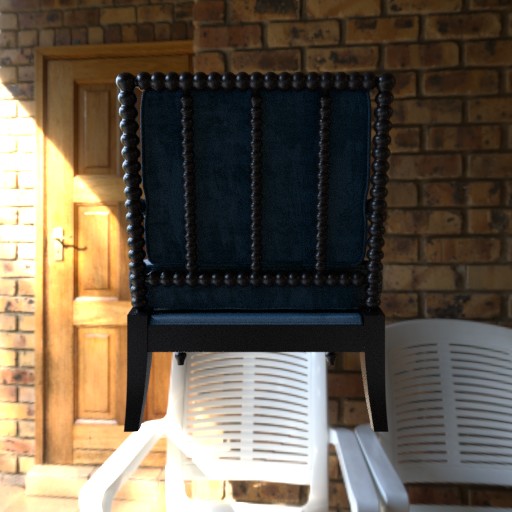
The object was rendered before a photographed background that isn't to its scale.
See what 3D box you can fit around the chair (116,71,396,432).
[{"bbox_3d":[0.000,0.000,1.395,0.688,0.857,0.805,0,0,0],"label":"chair"}]
